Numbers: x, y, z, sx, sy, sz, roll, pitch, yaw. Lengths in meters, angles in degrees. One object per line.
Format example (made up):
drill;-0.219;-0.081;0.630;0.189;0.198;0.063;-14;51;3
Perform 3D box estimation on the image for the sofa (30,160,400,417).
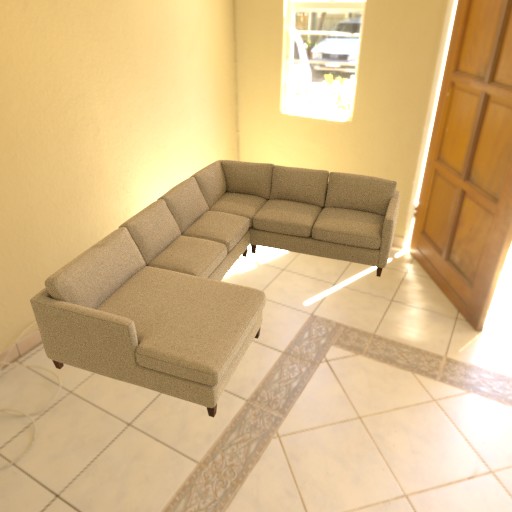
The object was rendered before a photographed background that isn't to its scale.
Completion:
sofa;0.000;0.000;4.606;2.593;0.959;3.460;11;32;18
